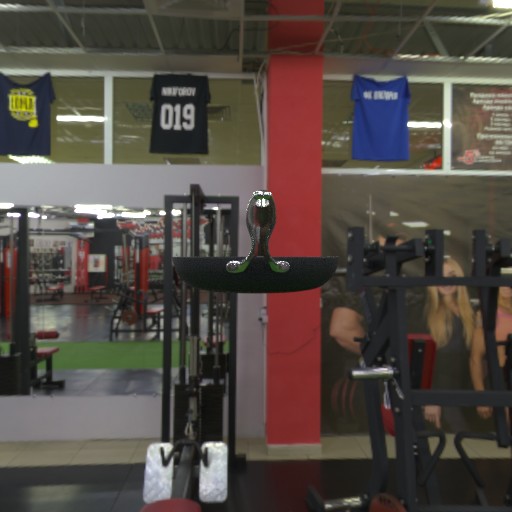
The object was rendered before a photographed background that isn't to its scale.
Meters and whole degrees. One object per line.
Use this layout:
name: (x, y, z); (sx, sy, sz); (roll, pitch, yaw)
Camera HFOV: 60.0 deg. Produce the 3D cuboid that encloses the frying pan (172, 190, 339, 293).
frying pan: (0.000, 0.000, 0.581); (0.255, 0.105, 0.472); (0, 0, 0)
